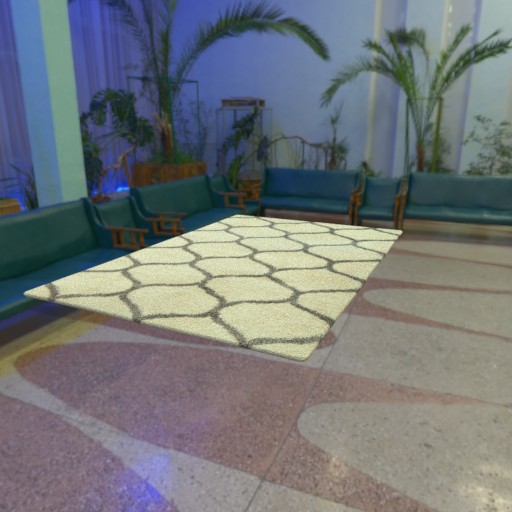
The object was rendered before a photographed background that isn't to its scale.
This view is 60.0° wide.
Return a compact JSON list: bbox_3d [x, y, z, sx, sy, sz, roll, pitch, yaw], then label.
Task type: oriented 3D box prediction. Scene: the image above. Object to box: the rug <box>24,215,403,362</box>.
[{"bbox_3d":[0.000,0.000,3.439,1.801,0.026,2.701,8,18,25],"label":"rug"}]
